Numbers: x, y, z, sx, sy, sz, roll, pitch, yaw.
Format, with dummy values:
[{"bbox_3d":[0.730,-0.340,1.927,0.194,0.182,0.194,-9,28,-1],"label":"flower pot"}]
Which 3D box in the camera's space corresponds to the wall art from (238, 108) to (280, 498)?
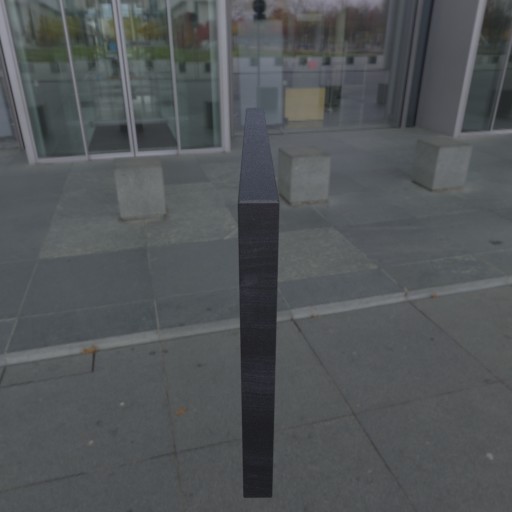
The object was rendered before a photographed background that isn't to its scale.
[{"bbox_3d":[0.000,0.000,0.763,0.038,0.409,0.610,0,26,0],"label":"wall art"}]
